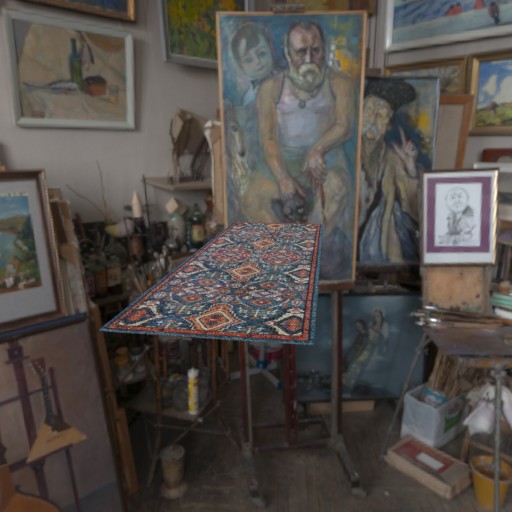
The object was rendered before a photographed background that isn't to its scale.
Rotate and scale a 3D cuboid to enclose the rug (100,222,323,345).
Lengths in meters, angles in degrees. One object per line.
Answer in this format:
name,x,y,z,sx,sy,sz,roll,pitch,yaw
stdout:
rug,0.000,0.000,2.764,0.801,0.010,2.459,2,14,9
